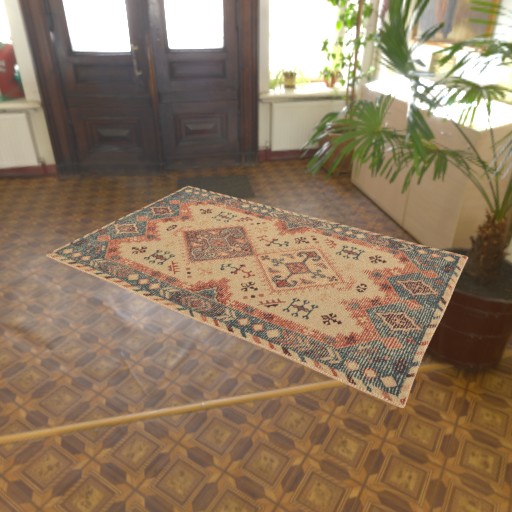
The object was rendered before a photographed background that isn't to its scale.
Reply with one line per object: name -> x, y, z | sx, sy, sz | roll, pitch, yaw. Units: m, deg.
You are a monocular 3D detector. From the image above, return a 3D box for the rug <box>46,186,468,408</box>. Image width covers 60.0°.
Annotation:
rug -> 0.000, 0.000, 3.028 | 2.464, 0.023, 1.521 | 18, 35, 27
